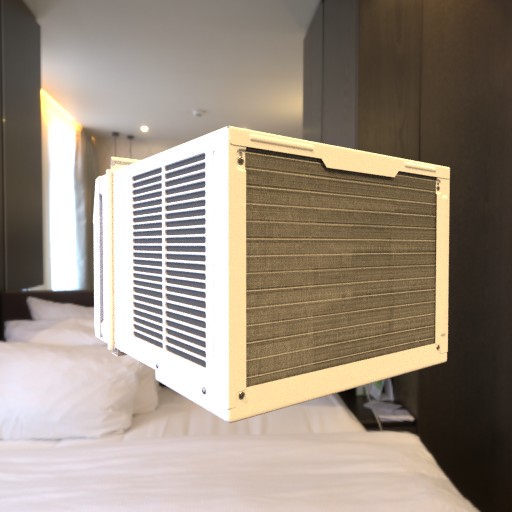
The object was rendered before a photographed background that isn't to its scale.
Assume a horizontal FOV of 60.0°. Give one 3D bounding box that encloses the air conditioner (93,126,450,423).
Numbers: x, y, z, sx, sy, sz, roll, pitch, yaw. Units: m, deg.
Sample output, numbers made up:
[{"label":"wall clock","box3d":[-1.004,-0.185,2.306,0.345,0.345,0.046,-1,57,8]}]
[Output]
[{"label":"air conditioner","box3d":[0.000,0.000,0.889,0.503,0.388,0.546,-1,2,-36]}]
